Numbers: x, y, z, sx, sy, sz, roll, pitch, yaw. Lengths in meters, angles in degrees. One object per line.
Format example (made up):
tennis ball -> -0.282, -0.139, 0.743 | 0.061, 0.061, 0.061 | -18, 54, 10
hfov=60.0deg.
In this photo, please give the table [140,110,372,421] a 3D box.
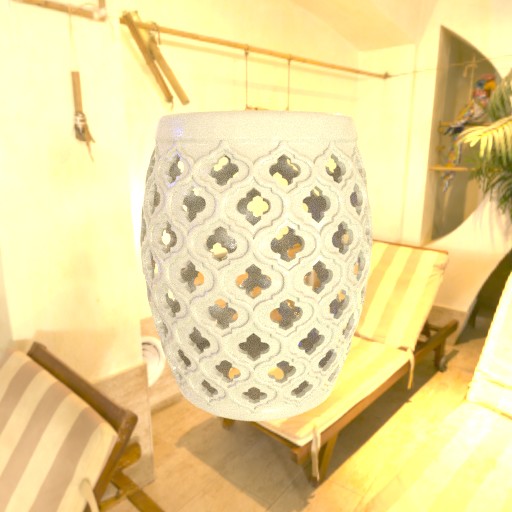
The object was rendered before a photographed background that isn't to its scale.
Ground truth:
table -> 0.000, 0.000, 0.646 | 0.325, 0.388, 0.325 | 0, 14, 0
